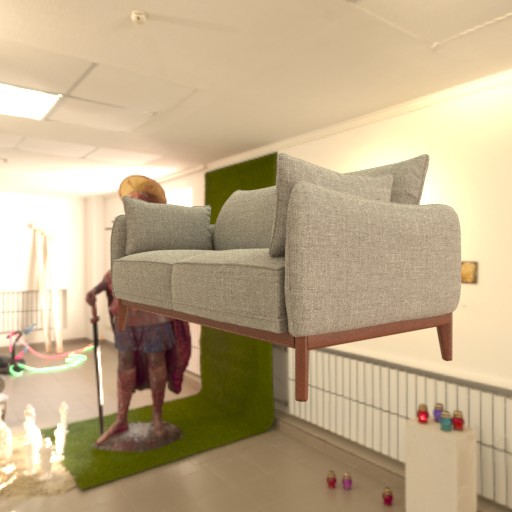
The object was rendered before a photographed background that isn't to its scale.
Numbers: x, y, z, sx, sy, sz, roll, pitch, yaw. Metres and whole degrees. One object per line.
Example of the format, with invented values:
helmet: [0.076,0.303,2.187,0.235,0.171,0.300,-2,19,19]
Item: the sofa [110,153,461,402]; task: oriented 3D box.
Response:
sofa: [0.000,0.000,2.126,0.972,0.851,1.580,0,0,-37]
